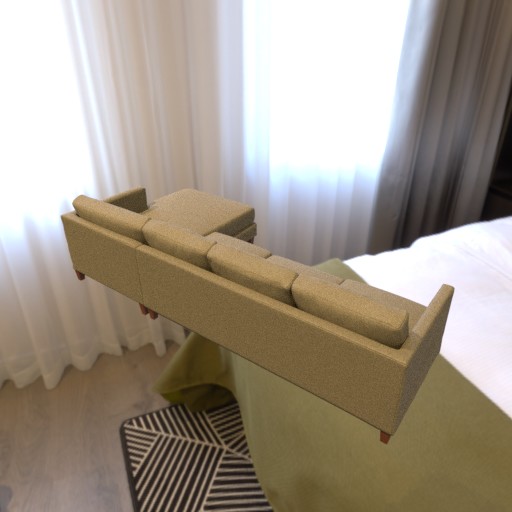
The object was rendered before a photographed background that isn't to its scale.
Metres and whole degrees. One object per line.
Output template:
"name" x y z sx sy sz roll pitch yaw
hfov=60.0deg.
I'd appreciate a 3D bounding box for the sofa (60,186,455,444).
"sofa" 0.000 0.000 3.826 3.186 0.861 1.625 20 36 31
